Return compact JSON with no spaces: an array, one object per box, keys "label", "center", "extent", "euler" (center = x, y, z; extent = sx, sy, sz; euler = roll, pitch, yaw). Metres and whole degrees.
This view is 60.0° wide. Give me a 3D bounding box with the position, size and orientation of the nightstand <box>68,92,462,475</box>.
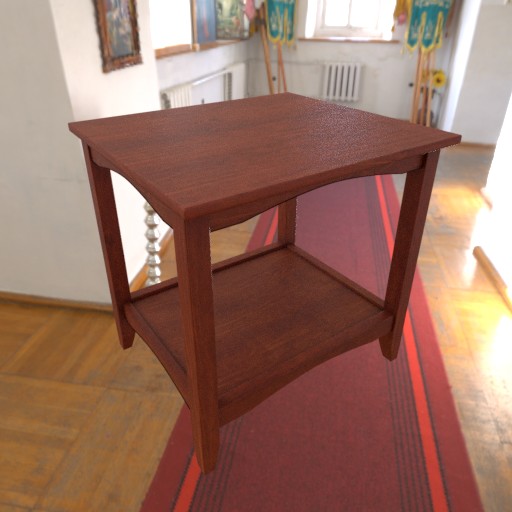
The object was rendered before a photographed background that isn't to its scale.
[{"label":"nightstand","center":[0.000,0.000,0.978],"extent":[0.558,0.558,0.501],"euler":[-20,36,-30]}]
